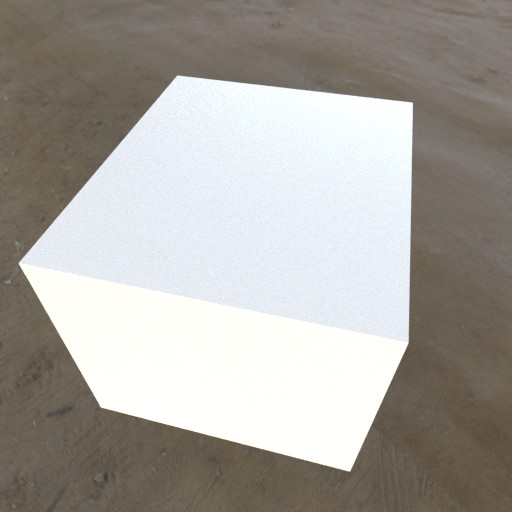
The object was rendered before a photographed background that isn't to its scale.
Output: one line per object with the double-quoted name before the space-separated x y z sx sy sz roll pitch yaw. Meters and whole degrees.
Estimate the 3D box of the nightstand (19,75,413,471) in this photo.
"nightstand" 0.000 0.000 0.726 0.408 0.351 0.470 10 47 10
